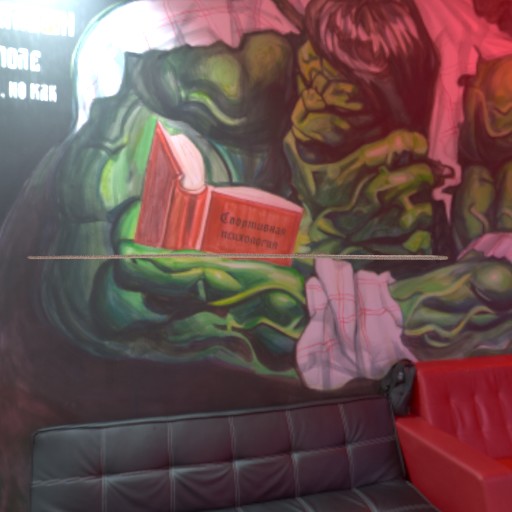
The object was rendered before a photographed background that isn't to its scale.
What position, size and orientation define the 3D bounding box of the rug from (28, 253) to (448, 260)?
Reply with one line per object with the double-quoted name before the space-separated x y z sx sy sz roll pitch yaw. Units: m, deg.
"rug" 0.000 0.000 4.322 3.202 0.045 2.434 0 0 17
